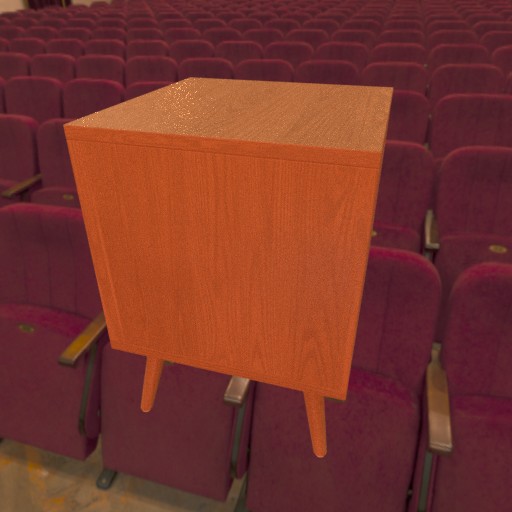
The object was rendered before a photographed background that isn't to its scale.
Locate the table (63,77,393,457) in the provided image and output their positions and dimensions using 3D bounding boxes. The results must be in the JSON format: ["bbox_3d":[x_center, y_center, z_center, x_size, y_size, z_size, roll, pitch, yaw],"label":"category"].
[{"bbox_3d":[0.000,0.000,0.826,0.400,0.550,0.400,9,32,14],"label":"table"}]
